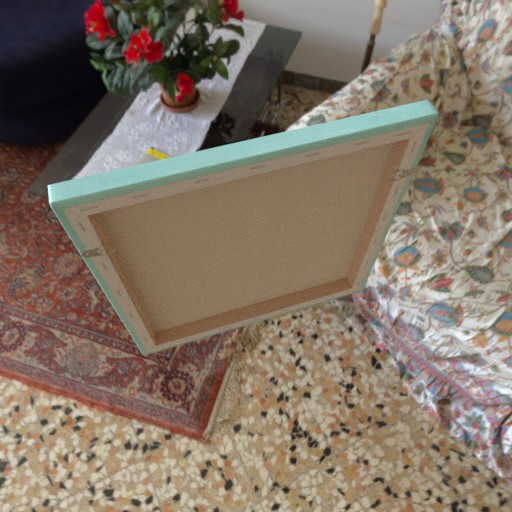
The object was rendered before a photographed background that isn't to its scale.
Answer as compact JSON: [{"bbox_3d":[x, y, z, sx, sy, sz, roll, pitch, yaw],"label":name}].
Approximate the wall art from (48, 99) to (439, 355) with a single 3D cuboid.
[{"bbox_3d":[0.000,0.000,1.162,0.765,0.766,0.054,-15,59,-9],"label":"wall art"}]
